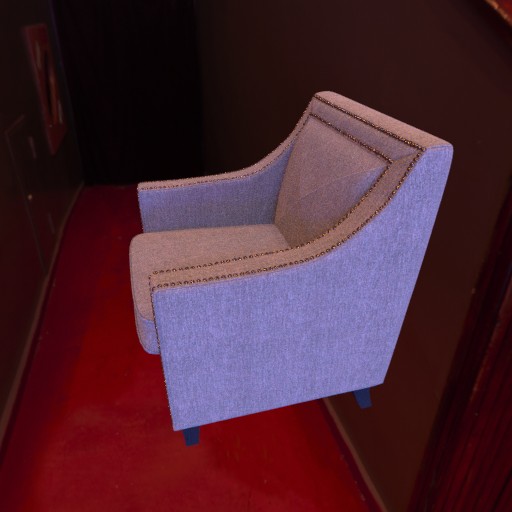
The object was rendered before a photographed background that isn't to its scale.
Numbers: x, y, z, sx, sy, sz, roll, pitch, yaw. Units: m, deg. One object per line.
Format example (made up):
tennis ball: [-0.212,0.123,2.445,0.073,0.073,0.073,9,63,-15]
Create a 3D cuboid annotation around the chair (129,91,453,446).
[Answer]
chair: [0.000,0.000,1.593,0.884,0.967,0.776,-8,31,-14]
